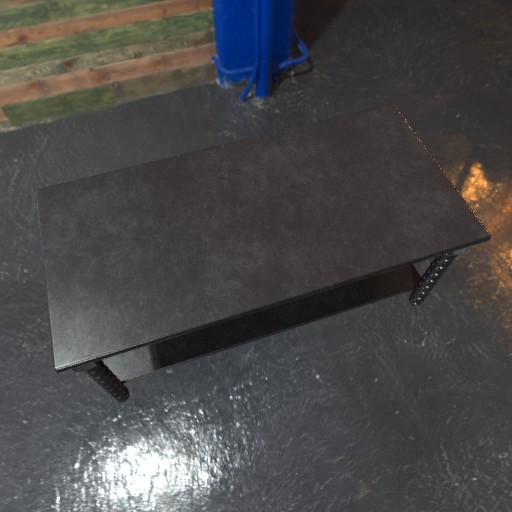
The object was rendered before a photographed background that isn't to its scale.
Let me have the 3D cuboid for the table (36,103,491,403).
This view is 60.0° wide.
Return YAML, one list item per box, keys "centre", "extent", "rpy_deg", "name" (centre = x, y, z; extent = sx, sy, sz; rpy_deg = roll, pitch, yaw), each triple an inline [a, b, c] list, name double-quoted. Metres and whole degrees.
- centre: [0.000, 0.000, 1.456]
  extent: [1.171, 0.487, 0.580]
  rpy_deg: [-16, 60, -10]
  name: "table"
